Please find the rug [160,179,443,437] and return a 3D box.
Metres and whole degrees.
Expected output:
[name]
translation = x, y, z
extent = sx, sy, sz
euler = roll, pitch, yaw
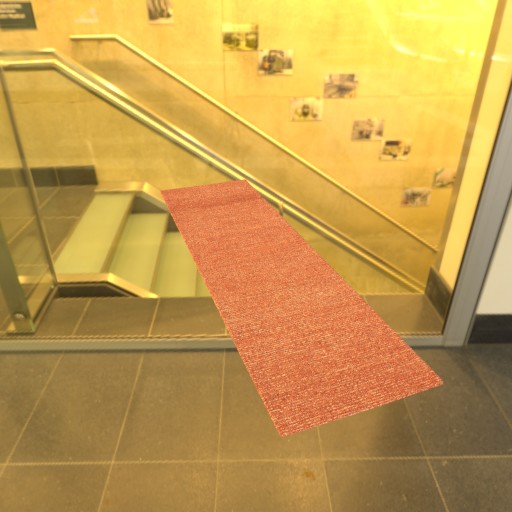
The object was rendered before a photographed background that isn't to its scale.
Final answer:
[rug]
translation = 0.000, 0.000, 2.525
extent = 0.687, 0.012, 2.307
euler = -11, 32, -18
